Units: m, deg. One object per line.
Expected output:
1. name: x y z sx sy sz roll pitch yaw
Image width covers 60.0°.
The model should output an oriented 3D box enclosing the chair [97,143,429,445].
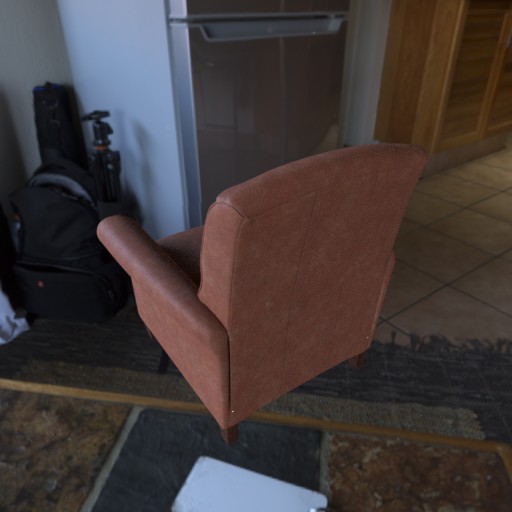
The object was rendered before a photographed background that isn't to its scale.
1. chair: 0.000 0.000 1.769 0.978 1.061 0.902 -20 36 -29
